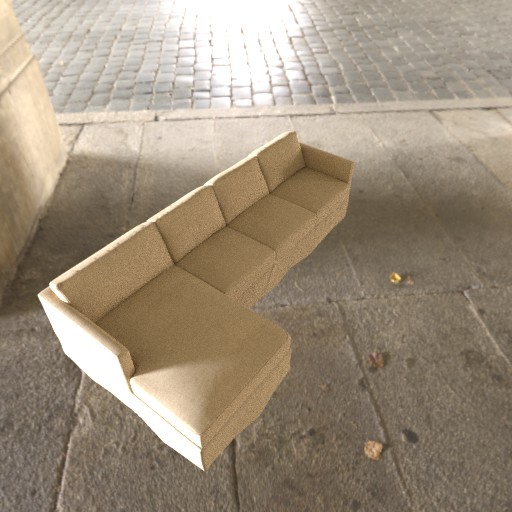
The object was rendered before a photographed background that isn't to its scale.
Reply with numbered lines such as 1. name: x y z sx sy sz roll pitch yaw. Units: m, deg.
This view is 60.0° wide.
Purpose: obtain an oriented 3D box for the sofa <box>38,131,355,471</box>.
1. sofa: 0.000 0.000 3.989 1.650 0.922 3.205 27 48 27
